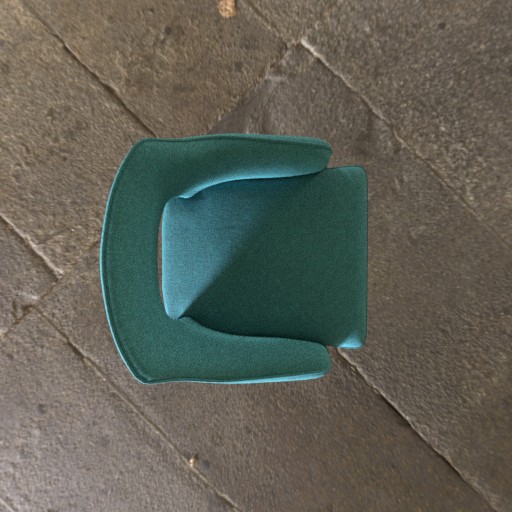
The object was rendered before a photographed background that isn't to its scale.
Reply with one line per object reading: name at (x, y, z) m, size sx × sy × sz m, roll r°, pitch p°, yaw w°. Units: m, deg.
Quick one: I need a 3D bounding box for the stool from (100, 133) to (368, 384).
stool at (0.000, 0.000, 1.244) m, size 0.556 × 0.961 × 0.548 m, roll 0°, pitch 91°, yaw 0°
